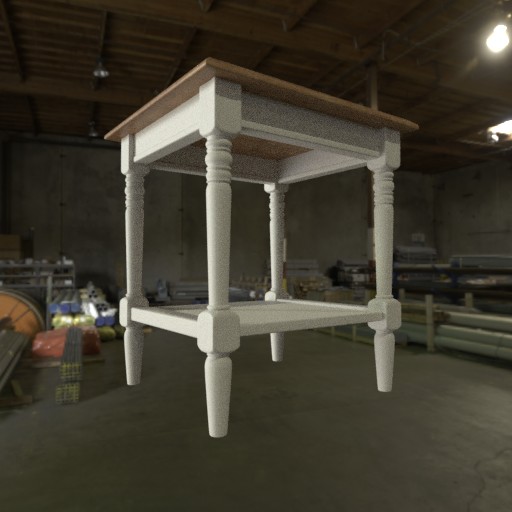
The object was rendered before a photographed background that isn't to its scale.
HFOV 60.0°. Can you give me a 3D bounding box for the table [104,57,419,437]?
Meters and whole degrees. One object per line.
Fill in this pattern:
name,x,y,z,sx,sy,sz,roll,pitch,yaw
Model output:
table,0.000,0.000,0.952,0.508,0.561,0.457,1,-2,-36
